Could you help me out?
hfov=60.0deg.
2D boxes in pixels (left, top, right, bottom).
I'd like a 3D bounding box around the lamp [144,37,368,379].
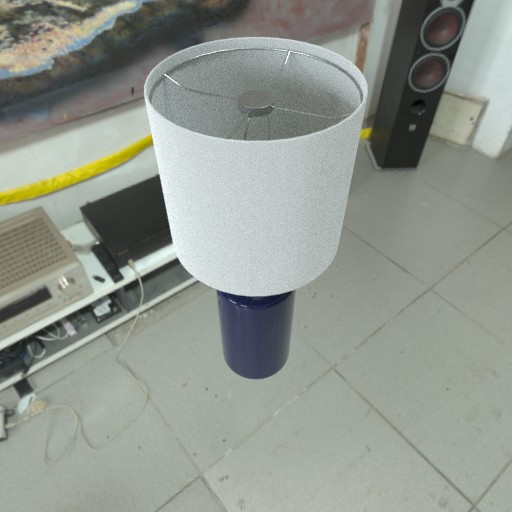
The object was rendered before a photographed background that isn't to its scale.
[{"bbox_3d":[0.000,0.000,0.604,0.212,0.493,0.212,16,49,14],"label":"lamp"}]
